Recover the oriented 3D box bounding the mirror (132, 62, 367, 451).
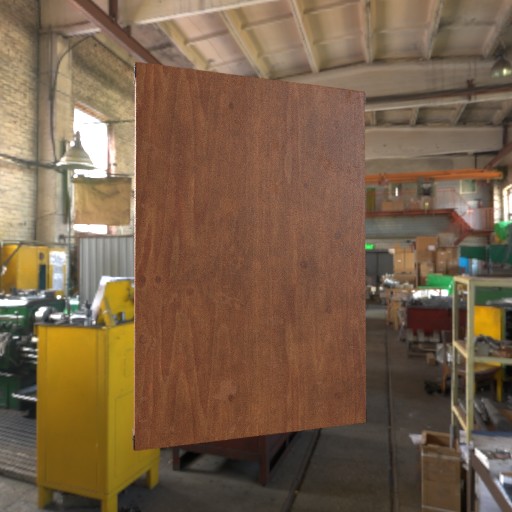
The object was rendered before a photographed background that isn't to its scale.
[{"bbox_3d":[0.000,0.000,0.967,0.517,0.761,0.053,0,-1,-17],"label":"mirror"}]
